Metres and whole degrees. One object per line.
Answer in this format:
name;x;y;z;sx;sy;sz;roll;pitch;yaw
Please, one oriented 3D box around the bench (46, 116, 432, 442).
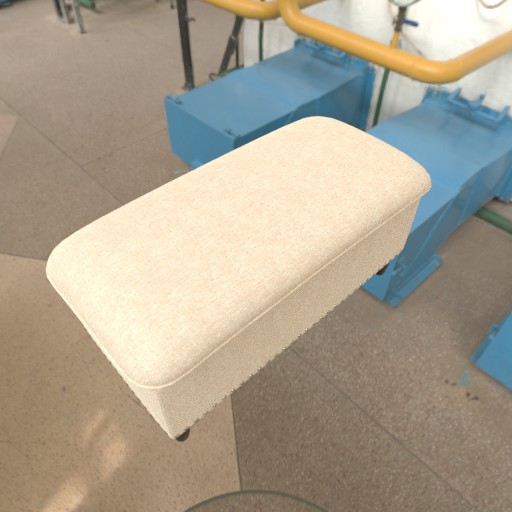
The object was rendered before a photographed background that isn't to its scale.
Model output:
bench;0.000;0.000;1.267;0.991;0.483;0.483;-34;55;-28
